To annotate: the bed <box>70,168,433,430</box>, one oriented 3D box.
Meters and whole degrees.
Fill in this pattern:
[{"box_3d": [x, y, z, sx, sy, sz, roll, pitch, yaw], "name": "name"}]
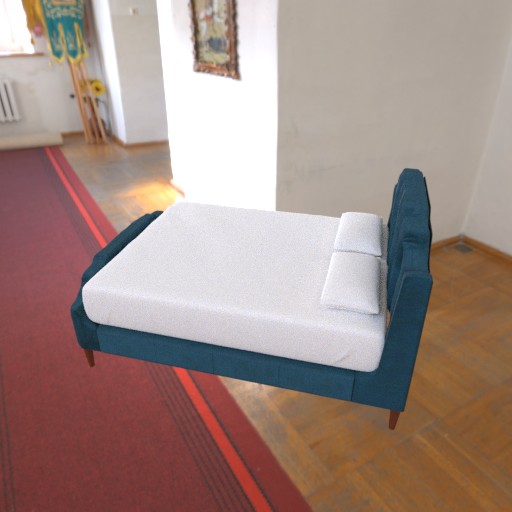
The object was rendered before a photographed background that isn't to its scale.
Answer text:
[{"box_3d": [0.000, 0.000, 3.434, 2.322, 1.351, 1.676, 8, 30, 13], "name": "bed"}]
